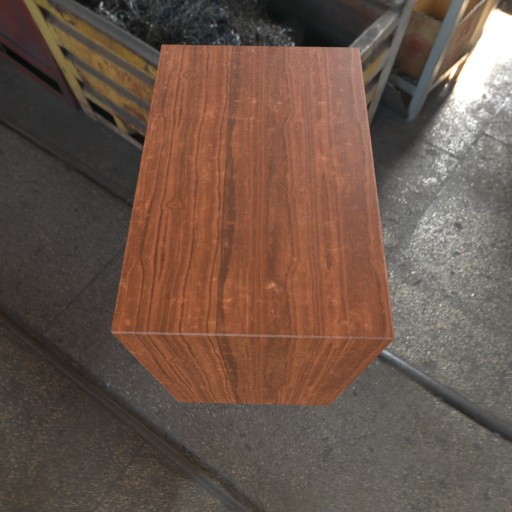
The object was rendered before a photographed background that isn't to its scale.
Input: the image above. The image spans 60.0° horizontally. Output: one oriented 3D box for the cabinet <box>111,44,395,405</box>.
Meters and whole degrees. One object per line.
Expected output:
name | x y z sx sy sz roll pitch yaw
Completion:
cabinet | 0.000 0.000 1.073 0.410 0.695 0.607 1 63 1
